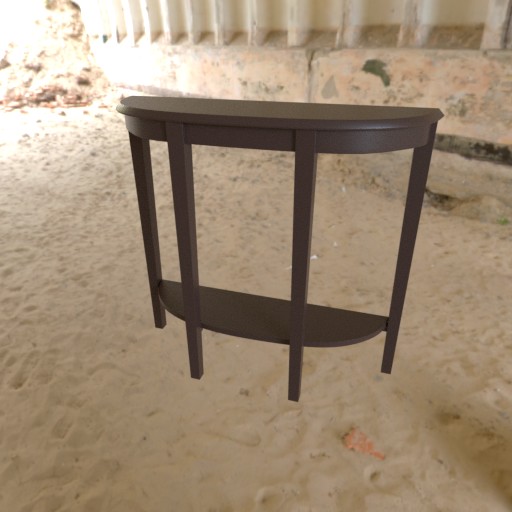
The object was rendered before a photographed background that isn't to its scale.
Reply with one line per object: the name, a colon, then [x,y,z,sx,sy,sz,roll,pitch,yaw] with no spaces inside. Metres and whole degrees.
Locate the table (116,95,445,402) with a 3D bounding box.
table: [0.000,0.000,1.299,0.909,0.831,0.274,8,28,16]
